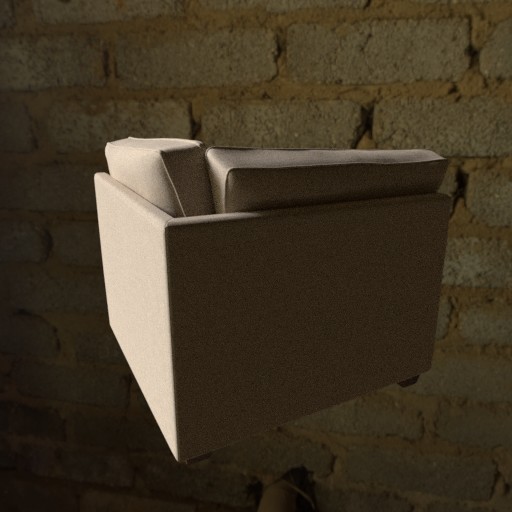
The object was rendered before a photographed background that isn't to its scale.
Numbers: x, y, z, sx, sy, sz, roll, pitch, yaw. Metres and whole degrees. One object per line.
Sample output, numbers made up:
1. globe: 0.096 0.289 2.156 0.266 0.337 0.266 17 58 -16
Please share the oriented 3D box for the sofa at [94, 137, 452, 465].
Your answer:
1. sofa: 0.000 0.000 1.798 1.050 0.937 1.042 -8 18 -27
